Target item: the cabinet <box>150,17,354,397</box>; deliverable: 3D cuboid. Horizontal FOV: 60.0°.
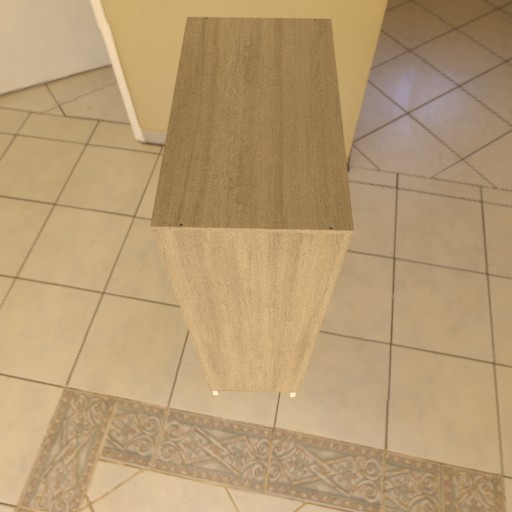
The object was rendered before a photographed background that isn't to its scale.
[{"bbox_3d":[0.000,0.000,2.357,0.571,1.999,1.006,1,59,1],"label":"cabinet"}]
